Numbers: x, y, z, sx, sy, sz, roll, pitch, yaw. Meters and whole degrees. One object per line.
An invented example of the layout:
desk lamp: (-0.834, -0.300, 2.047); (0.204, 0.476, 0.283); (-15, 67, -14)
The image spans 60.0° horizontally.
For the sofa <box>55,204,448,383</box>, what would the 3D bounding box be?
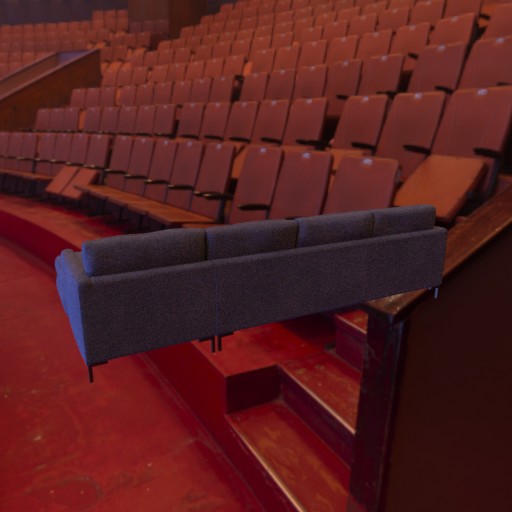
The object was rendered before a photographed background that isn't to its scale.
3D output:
sofa: (0.000, 0.000, 3.605); (2.932, 0.810, 1.350); (-8, 17, -27)
